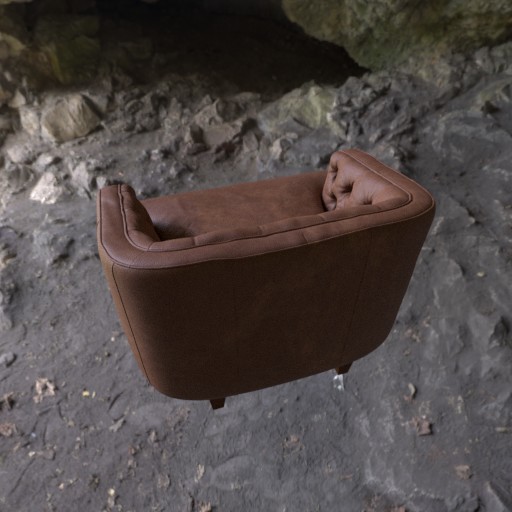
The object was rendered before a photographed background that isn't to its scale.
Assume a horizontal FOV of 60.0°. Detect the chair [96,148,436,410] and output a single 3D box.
[{"bbox_3d":[0.000,0.000,1.780,1.119,0.836,0.911,-12,42,-13],"label":"chair"}]
